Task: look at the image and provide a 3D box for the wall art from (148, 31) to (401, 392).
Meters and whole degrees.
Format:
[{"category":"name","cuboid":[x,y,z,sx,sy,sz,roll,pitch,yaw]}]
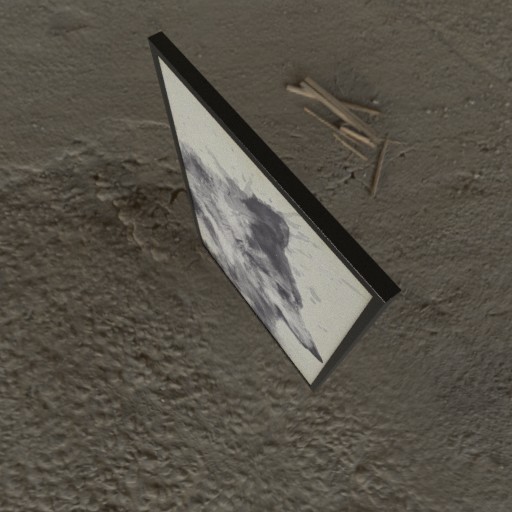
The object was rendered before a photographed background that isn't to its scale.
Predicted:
[{"category":"wall art","cuboid":[0.000,0.000,1.380,0.039,1.061,0.804,-33,69,-14]}]
